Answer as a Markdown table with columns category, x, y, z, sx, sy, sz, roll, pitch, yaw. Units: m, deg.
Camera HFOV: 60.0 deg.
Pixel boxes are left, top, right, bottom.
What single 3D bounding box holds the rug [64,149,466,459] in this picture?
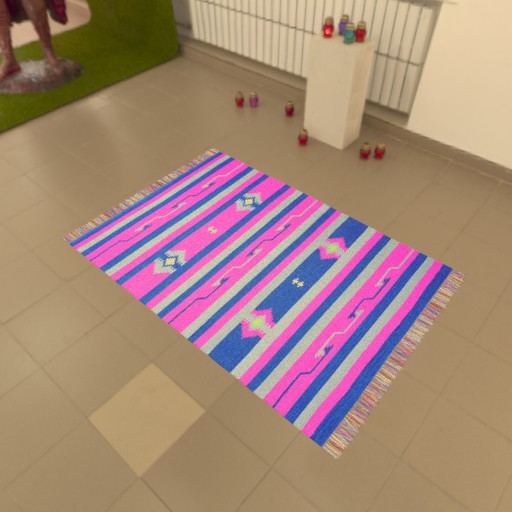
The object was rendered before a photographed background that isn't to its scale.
| category | x | y | z | sx | sy | sz | roll | pitch | yaw |
| --- | --- | --- | --- | --- | --- | --- | --- | --- | --- |
| rug | 0.000 | 0.000 | 3.015 | 2.350 | 0.013 | 1.539 | 32 | 54 | 27 |
